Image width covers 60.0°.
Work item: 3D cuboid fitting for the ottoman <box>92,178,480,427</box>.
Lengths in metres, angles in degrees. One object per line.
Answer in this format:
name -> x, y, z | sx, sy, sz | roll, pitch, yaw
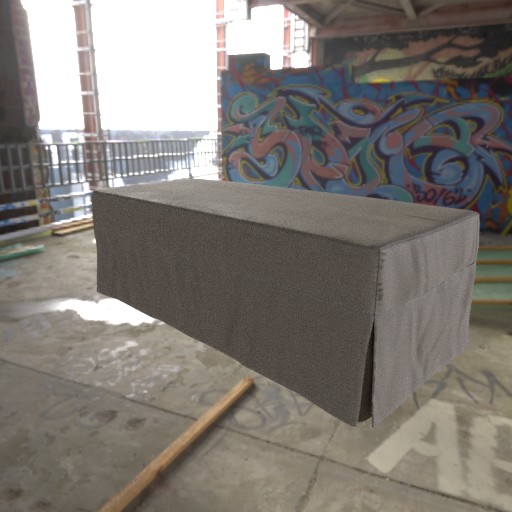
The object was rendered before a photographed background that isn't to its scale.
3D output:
ottoman -> 0.000, 0.000, 1.649 | 1.388, 0.457, 0.665 | 15, 22, 43
